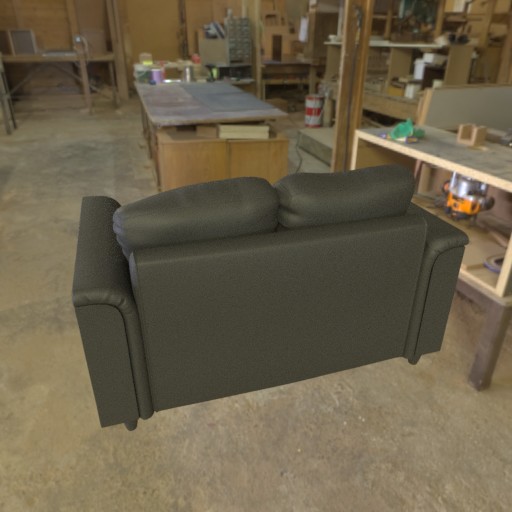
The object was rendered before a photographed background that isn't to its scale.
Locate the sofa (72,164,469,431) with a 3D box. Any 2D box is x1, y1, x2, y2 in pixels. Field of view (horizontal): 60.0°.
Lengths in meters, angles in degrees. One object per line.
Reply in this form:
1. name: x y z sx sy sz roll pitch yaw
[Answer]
1. sofa: 0.000 0.000 1.911 1.386 0.845 0.887 -8 29 -15
